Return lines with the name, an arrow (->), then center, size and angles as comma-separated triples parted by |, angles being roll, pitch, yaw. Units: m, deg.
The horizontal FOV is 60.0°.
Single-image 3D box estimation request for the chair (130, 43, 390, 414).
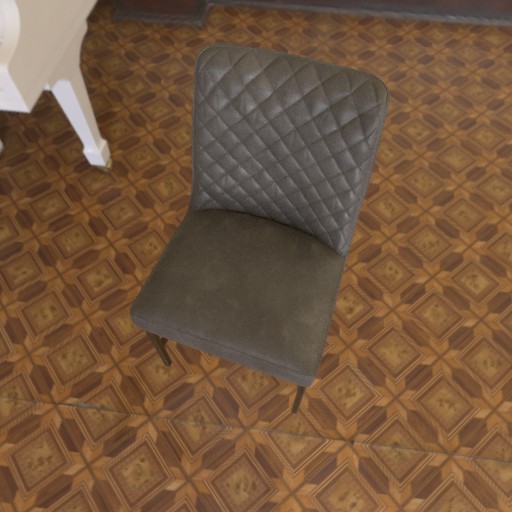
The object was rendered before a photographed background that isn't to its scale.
chair -> 0.000, 0.000, 1.248 | 0.508, 0.889, 0.587 | 17, 60, 10
